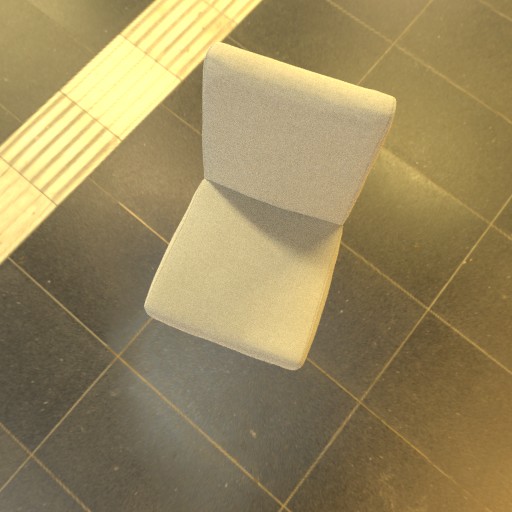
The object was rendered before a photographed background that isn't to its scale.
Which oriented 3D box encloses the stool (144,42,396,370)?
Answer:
[{"bbox_3d":[0.000,0.000,1.273,0.446,1.015,0.543,20,77,5],"label":"stool"}]
